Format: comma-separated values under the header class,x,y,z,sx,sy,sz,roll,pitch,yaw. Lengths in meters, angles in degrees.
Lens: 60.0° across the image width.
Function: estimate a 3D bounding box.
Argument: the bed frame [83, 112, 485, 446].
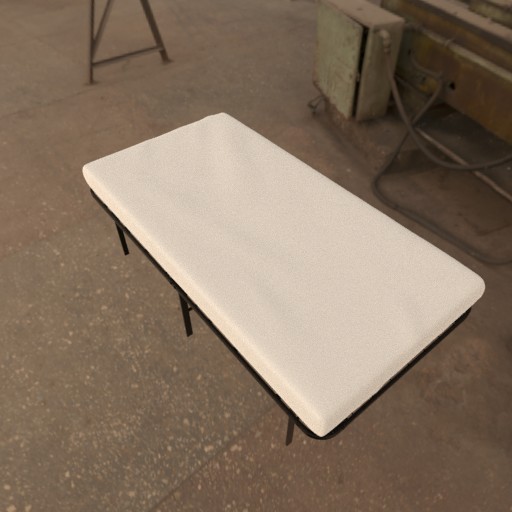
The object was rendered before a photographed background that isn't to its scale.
class,x,y,z,sx,sy,sz,roll,pitch,yaw
bed frame,0.000,0.000,2.334,0.989,0.619,1.903,-30,53,-26
